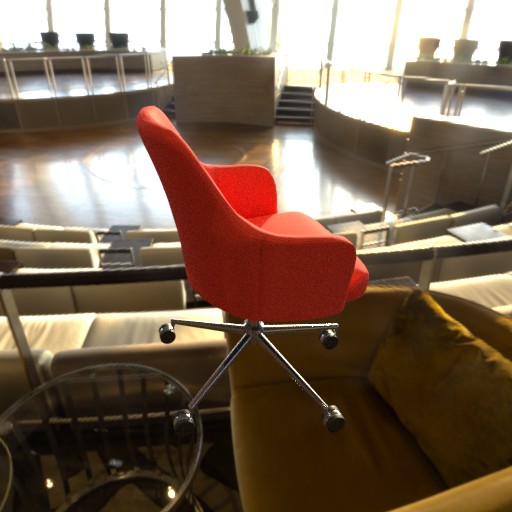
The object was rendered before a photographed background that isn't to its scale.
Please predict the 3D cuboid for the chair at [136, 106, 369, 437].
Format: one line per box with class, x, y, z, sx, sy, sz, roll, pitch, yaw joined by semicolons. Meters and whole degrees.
chair;0.000;0.000;1.268;0.600;0.820;0.655;-9;30;-16
